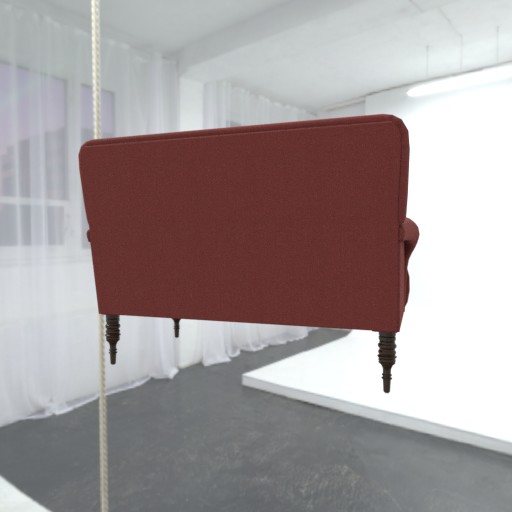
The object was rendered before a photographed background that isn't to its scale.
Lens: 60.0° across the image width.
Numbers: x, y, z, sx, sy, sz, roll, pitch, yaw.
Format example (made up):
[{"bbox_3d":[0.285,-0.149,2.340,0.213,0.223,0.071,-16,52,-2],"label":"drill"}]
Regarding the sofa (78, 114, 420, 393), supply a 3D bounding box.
[{"bbox_3d":[0.000,0.000,1.862,1.297,0.889,0.779,1,2,18],"label":"sofa"}]
